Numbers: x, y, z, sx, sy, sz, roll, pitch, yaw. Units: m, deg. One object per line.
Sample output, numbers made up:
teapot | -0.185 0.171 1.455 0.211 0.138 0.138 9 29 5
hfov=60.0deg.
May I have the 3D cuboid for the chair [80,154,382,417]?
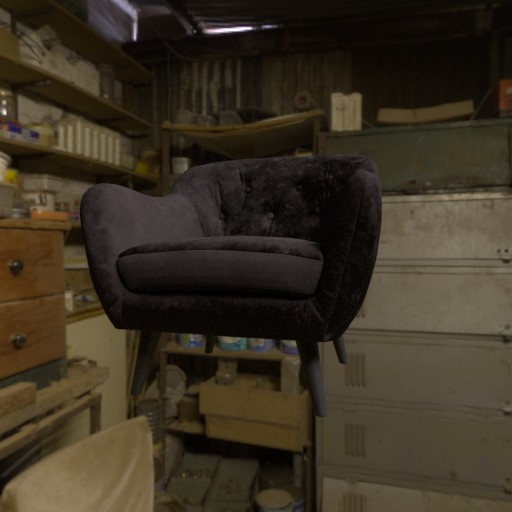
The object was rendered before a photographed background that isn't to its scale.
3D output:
chair | 0.000 0.000 1.517 0.840 0.807 0.819 0 1 17
